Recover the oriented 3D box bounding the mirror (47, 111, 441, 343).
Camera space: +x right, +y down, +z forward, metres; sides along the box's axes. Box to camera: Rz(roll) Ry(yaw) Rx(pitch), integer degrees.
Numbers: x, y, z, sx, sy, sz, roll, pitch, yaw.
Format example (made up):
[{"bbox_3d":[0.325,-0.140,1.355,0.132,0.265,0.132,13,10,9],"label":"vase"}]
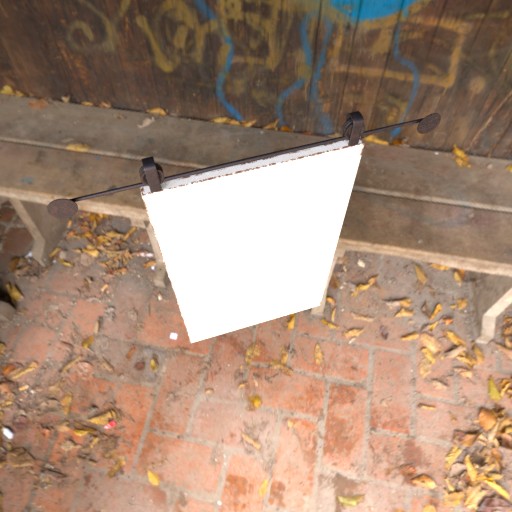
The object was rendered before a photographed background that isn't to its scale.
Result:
[{"bbox_3d":[0.000,0.000,1.195,0.808,0.844,0.037,-15,59,-9],"label":"mirror"}]
